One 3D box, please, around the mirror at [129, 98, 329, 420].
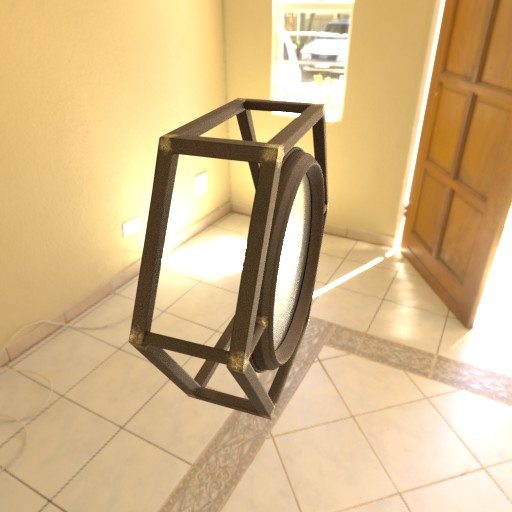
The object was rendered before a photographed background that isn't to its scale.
[{"bbox_3d":[0.000,0.000,0.549,0.119,0.334,0.380,10,31,17],"label":"mirror"}]
